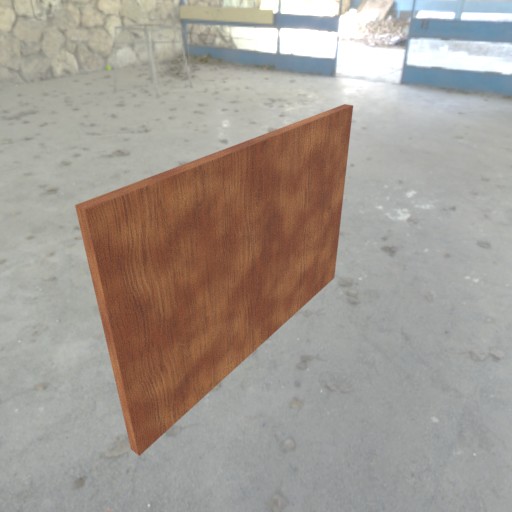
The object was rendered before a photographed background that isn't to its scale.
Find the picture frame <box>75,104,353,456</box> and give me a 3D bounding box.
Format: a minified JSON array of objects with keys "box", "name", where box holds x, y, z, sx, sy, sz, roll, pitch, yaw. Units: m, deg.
[{"box":[0.000,0.000,1.215,0.029,0.640,0.950,21,37,31],"name":"picture frame"}]
